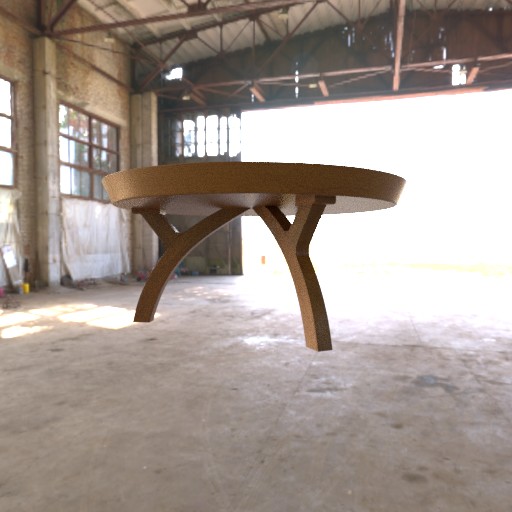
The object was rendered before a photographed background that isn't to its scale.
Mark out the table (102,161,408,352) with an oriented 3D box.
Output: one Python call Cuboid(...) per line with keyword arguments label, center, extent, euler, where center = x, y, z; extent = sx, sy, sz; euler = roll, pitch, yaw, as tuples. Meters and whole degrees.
Cuboid(label="table", center=(0.000, 0.000, 1.539), extent=(1.016, 0.470, 1.016), euler=(0, 2, 0))
